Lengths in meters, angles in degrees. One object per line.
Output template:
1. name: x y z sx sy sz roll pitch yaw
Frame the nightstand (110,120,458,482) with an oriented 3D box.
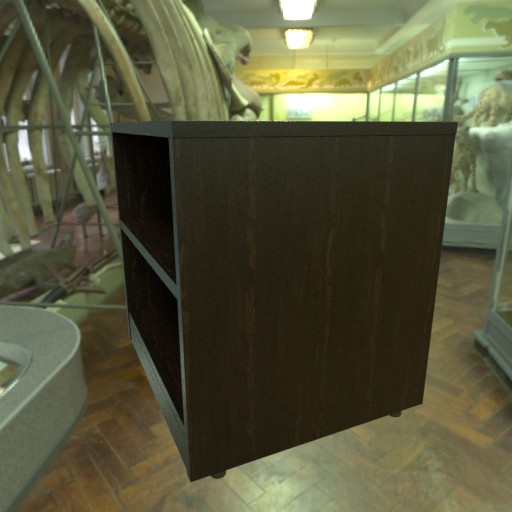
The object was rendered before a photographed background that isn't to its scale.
1. nightstand: 0.000 0.000 0.843 0.427 0.487 0.489 -8 18 -24
